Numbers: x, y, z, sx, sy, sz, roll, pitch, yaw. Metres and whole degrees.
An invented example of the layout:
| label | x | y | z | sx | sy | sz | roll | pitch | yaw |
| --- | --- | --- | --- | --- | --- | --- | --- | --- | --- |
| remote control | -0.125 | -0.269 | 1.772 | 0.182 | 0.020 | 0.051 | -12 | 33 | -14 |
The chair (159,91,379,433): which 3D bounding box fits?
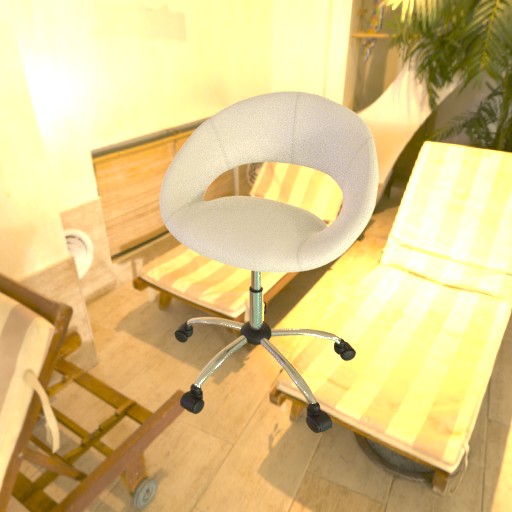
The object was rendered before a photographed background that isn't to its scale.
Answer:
| label | x | y | z | sx | sy | sz | roll | pitch | yaw |
| --- | --- | --- | --- | --- | --- | --- | --- | --- | --- |
| chair | 0.000 | 0.000 | 1.209 | 0.612 | 0.791 | 0.538 | 17 | 34 | 28 |
